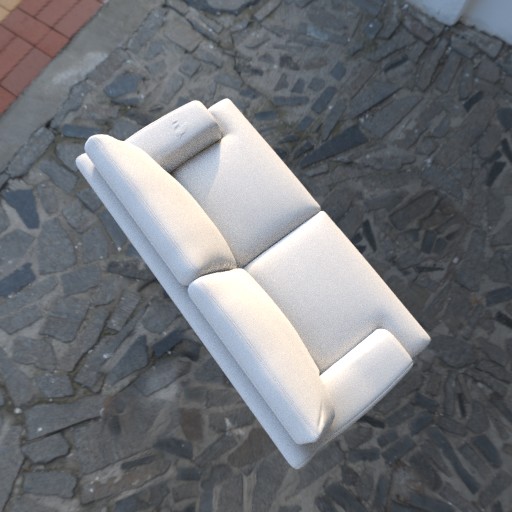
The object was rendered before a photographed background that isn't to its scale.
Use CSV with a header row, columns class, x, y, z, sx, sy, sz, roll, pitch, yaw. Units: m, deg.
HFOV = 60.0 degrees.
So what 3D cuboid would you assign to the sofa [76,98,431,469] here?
class,x,y,z,sx,sy,sz,roll,pitch,yaw
sofa,0.000,0.000,2.835,1.143,0.940,2.261,-36,78,-9
